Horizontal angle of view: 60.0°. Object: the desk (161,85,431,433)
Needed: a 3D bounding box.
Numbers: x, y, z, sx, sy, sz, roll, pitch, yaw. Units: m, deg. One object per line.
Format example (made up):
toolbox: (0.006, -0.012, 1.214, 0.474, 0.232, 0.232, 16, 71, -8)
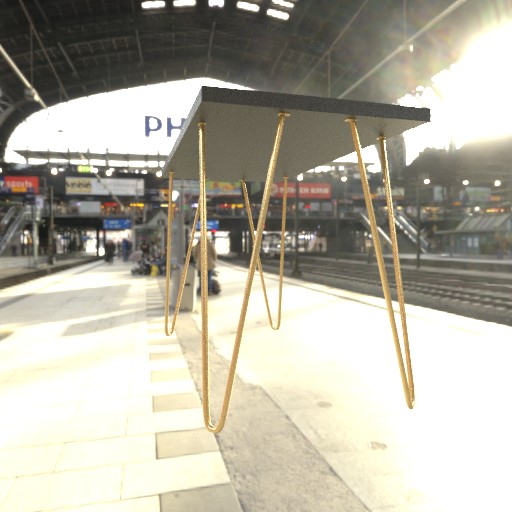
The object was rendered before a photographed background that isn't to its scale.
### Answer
desk: (0.000, 0.000, 1.371, 0.499, 0.660, 0.991, 0, 2, -16)
